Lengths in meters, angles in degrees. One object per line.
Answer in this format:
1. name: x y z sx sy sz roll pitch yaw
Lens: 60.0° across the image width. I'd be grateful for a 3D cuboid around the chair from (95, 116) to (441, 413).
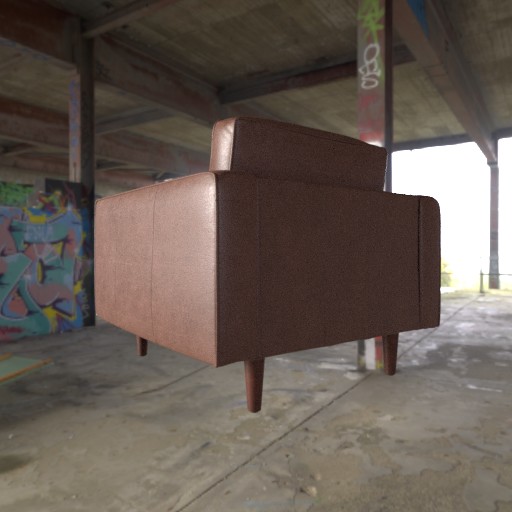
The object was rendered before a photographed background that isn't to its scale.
1. chair: 0.000 0.000 1.564 0.920 0.770 0.900 -1 1 -36
